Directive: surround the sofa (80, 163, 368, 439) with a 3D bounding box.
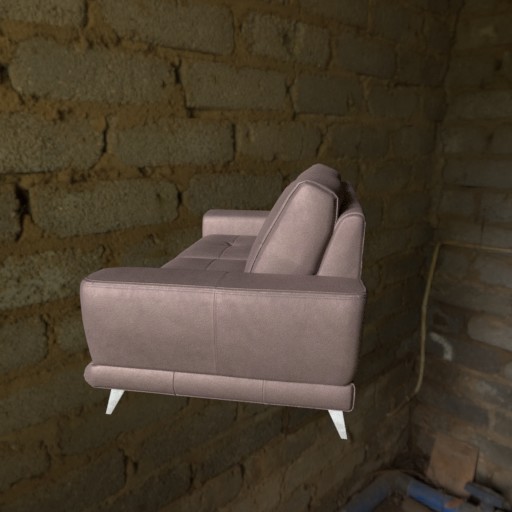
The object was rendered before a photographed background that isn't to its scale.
[{"bbox_3d":[0.000,0.000,2.332,1.018,0.907,1.806,2,14,9],"label":"sofa"}]
